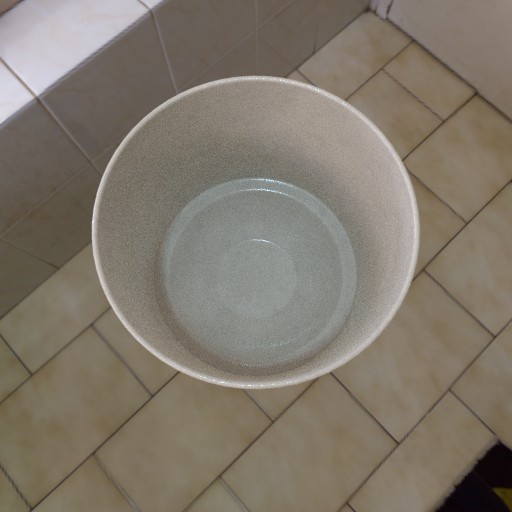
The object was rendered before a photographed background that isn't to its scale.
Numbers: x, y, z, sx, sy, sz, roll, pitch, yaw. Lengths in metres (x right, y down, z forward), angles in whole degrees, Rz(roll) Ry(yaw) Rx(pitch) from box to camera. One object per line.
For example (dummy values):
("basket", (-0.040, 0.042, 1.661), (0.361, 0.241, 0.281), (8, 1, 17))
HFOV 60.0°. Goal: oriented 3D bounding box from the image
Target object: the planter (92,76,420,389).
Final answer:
("planter", (0.000, 0.000, 0.344), (0.190, 0.181, 0.190), (0, 76, 0))
